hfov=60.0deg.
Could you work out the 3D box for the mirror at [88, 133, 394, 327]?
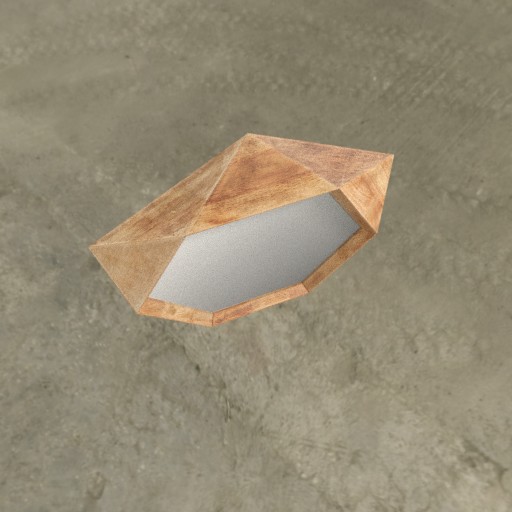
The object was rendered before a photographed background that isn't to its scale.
[{"bbox_3d":[0.000,0.000,1.081,0.675,0.779,0.091,-18,65,-9],"label":"mirror"}]
